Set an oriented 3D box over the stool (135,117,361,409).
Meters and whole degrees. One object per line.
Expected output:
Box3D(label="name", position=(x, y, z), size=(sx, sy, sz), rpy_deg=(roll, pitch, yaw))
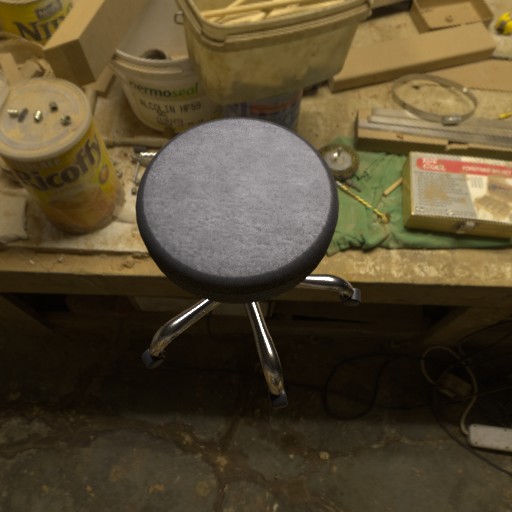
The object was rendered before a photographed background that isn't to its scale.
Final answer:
Box3D(label="stool", position=(0.000, 0.000, 1.117), size=(0.638, 0.576, 0.673), rpy_deg=(3, 65, 1))
